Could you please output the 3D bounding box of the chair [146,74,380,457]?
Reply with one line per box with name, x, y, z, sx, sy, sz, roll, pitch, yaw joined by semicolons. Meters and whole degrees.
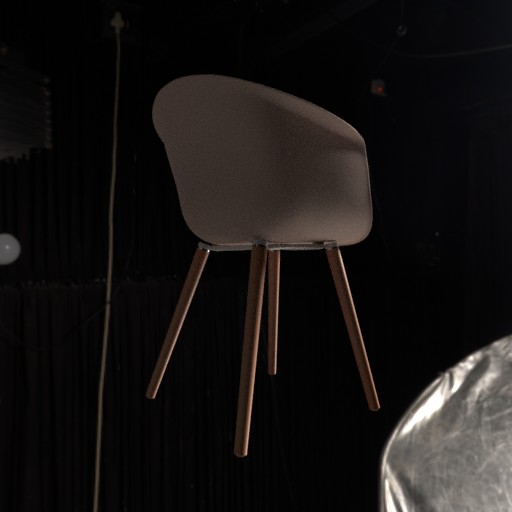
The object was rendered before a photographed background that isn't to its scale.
chair;0.000;0.000;1.156;0.504;0.781;0.593;0;0;-36
